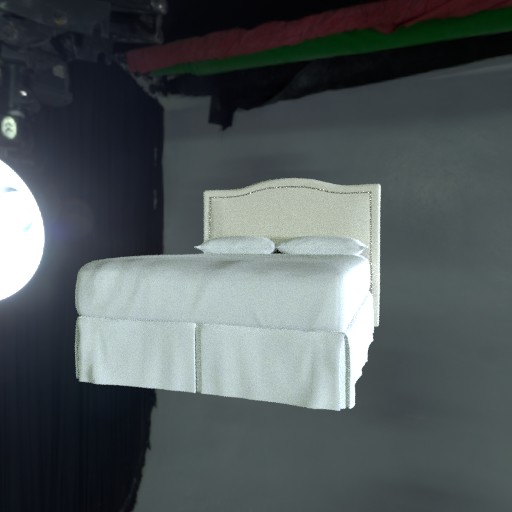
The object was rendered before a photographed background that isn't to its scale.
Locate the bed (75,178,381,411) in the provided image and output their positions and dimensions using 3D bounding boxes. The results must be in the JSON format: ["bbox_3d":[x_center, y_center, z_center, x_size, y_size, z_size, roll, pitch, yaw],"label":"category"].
[{"bbox_3d":[0.000,0.000,3.381,1.753,1.460,2.143,1,2,18],"label":"bed"}]
